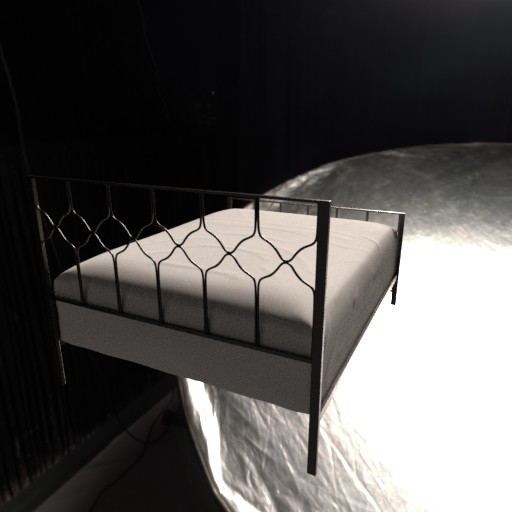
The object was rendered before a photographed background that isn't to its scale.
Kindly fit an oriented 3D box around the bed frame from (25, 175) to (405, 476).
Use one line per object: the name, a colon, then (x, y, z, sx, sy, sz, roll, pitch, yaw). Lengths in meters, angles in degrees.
bed frame: (0.000, 0.000, 2.981, 1.597, 1.222, 2.063, 8, 20, 25)
